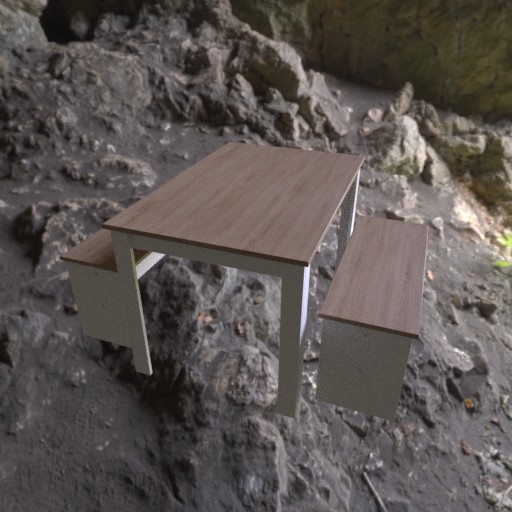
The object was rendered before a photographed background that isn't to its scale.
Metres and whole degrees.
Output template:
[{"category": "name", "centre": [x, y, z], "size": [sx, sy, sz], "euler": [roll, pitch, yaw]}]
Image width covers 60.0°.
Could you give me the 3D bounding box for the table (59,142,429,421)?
[{"category": "table", "centre": [0.000, 0.000, 2.035], "size": [1.443, 0.700, 1.100], "euler": [11, 32, 18]}]
